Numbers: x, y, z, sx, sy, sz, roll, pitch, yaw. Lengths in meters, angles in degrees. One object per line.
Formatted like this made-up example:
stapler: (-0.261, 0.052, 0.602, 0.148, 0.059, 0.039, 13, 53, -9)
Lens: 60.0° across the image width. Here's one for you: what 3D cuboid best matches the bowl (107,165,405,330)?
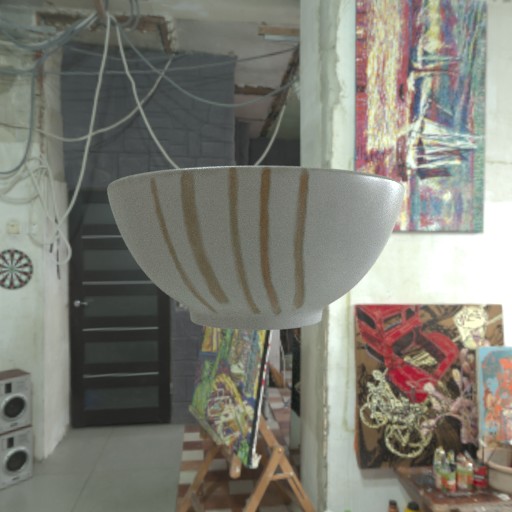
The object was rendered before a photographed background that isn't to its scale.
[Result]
bowl: (0.000, 0.000, 0.422, 0.268, 0.121, 0.268, 0, 1, 0)
